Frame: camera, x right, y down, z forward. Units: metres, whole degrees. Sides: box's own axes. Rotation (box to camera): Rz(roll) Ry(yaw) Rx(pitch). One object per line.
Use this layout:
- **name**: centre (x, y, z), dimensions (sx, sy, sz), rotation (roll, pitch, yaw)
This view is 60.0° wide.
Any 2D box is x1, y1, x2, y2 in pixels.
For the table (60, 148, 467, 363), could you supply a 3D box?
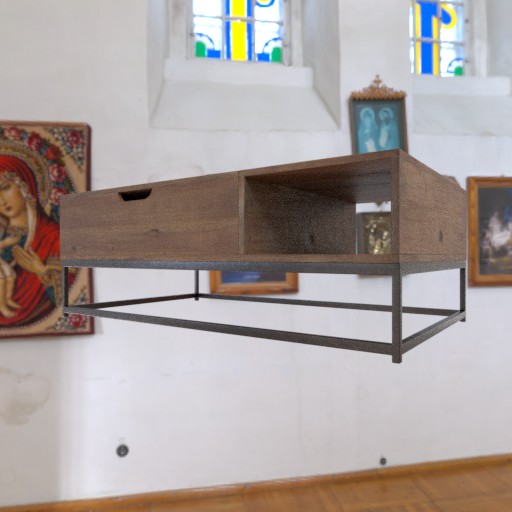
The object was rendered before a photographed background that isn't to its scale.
- **table**: centre (0.000, 0.000, 1.391), dimensions (1.101, 0.395, 0.655), rotation (0, 0, 35)
